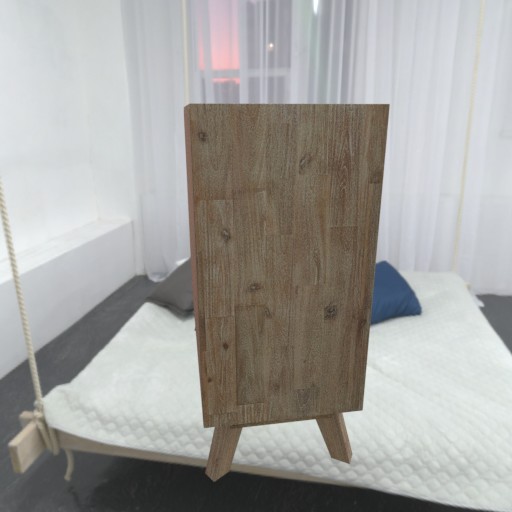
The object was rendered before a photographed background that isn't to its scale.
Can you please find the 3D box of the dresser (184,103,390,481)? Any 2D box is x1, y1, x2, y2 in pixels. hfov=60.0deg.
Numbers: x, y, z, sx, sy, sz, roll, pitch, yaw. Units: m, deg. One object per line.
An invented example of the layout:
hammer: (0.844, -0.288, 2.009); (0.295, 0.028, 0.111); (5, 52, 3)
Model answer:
dresser: (0.000, 0.000, 1.605); (0.455, 1.029, 0.998); (-3, 18, -9)
